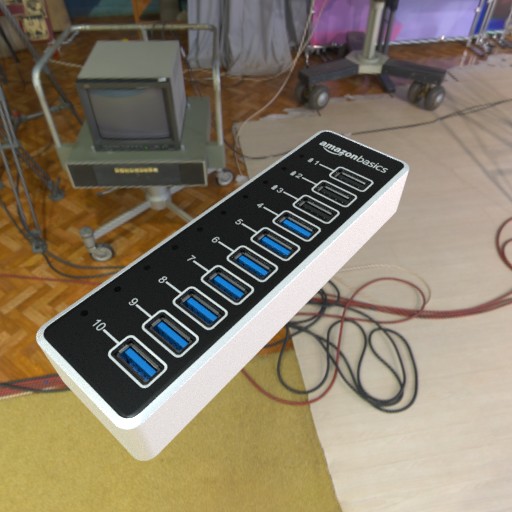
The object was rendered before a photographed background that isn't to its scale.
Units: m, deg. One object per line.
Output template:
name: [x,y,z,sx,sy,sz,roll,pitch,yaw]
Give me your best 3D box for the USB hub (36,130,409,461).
USB hub: [0.000,0.000,0.161,0.044,0.023,0.145,32,55,27]
